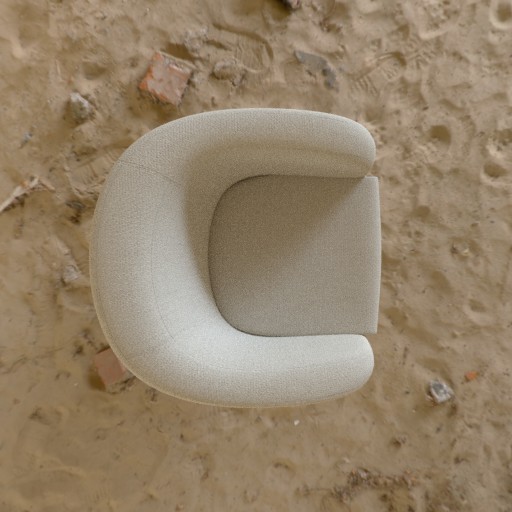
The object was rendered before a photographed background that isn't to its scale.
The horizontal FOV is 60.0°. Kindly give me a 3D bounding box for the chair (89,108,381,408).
[{"bbox_3d":[0.000,0.000,1.444,0.815,0.771,0.791,0,92,0],"label":"chair"}]
